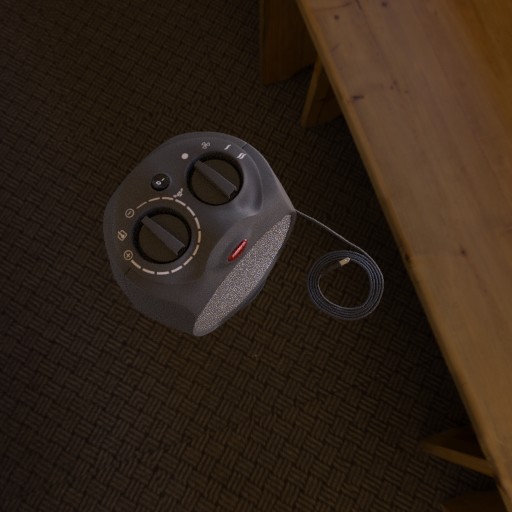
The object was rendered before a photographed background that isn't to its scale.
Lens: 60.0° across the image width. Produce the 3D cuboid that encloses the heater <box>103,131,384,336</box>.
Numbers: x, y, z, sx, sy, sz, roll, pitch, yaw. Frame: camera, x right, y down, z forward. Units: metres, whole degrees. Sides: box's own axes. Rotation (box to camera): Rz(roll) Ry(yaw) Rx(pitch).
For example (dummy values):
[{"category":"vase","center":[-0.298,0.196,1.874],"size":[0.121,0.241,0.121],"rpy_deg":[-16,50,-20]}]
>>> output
[{"category":"heater","center":[0.000,0.000,0.467],"size":[0.291,0.255,0.239],"rpy_deg":[40,80,8]}]
